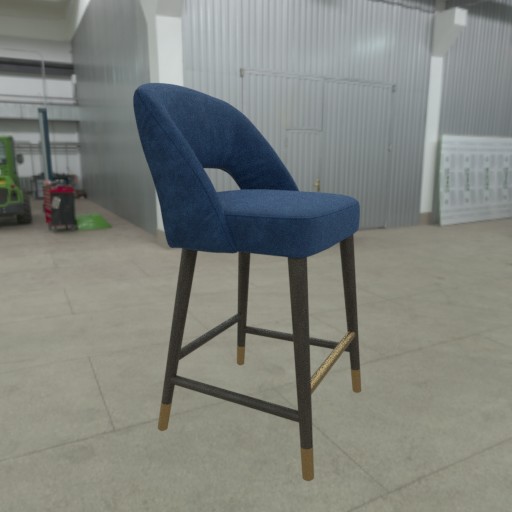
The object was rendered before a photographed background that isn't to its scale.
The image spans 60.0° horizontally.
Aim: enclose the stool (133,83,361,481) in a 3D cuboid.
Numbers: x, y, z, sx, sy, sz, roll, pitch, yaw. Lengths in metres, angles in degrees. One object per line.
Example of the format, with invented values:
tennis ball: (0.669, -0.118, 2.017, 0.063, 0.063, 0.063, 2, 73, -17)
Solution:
stool: (0.000, 0.000, 1.232, 0.524, 0.925, 0.536, 6, 14, 26)
